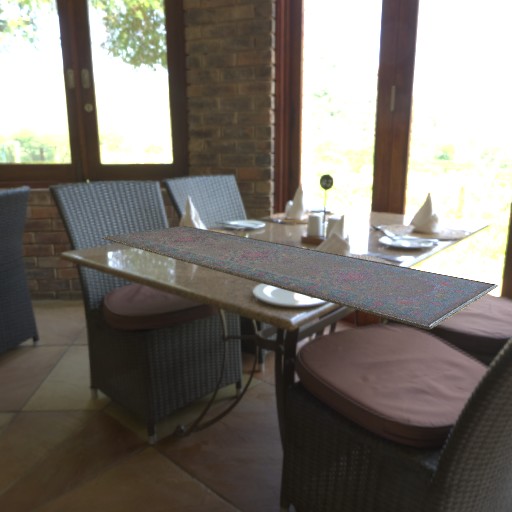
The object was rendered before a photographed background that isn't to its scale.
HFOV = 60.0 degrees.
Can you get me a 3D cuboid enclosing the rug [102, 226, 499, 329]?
[{"bbox_3d":[0.000,0.000,1.970,1.827,0.012,0.553,13,18,44],"label":"rug"}]
